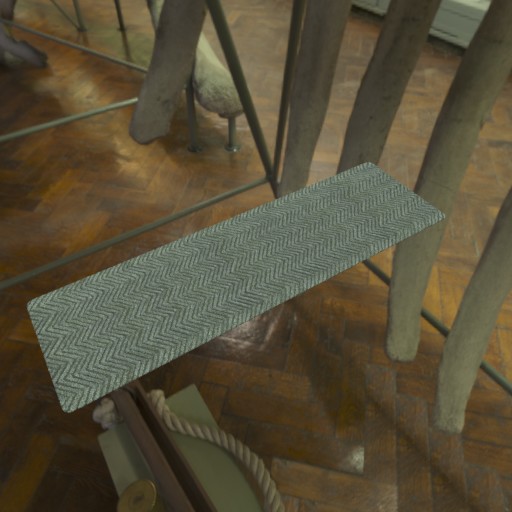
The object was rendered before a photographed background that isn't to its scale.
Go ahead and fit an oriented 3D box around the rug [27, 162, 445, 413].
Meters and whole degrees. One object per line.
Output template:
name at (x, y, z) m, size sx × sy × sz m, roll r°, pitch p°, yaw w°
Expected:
rug at (0.000, 0.000, 2.433) m, size 2.286 × 0.008 × 0.686 m, roll -25°, pitch 51°, yaw -22°
